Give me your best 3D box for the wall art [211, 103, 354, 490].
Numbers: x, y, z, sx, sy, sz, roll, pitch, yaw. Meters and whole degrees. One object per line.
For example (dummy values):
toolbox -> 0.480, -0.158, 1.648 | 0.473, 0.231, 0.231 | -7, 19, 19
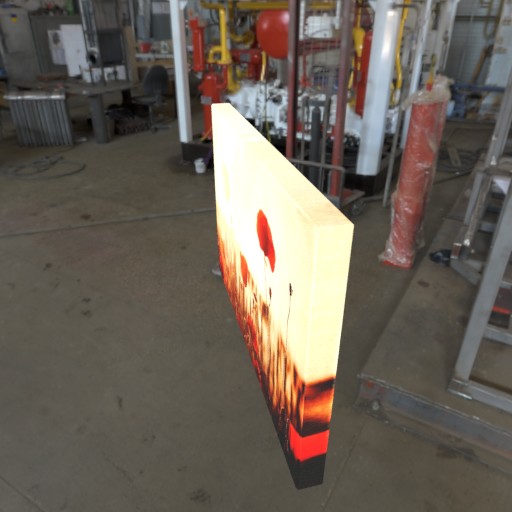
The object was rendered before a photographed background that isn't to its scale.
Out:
wall art -> 0.000, 0.000, 0.775 | 0.040, 0.402, 0.613 | -7, 30, -12
